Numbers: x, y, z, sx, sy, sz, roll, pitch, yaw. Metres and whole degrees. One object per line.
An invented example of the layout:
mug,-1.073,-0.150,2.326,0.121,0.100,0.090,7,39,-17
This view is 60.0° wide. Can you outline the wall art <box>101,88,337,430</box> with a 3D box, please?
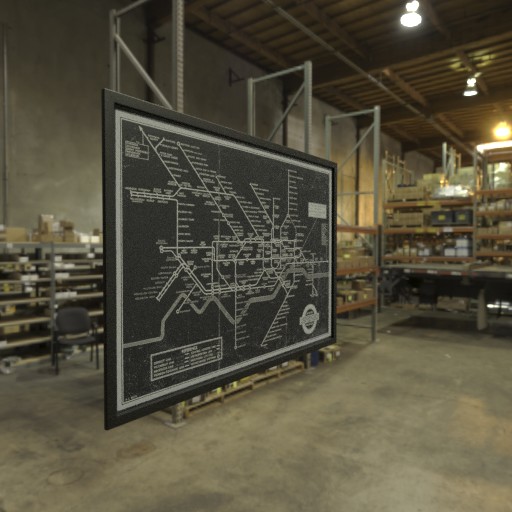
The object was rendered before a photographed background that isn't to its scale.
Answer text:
wall art,0.000,0.000,1.524,0.013,0.811,1.192,1,2,37
